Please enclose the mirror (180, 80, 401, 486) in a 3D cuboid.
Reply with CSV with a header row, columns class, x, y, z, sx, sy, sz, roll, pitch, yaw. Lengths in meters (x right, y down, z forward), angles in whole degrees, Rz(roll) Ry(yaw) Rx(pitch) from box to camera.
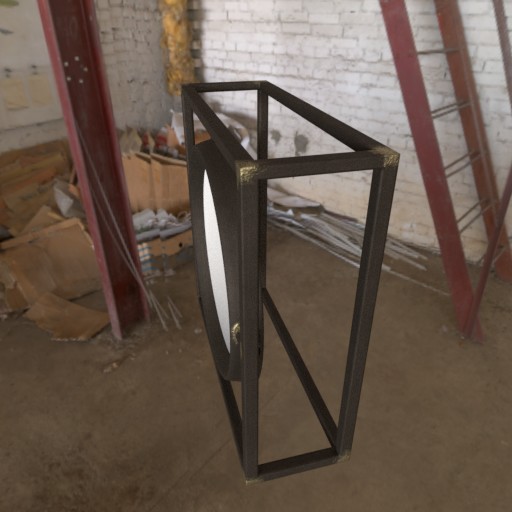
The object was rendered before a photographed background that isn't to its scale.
class,x,y,z,sx,sy,sz,roll,pitch,yaw
mirror,0.000,0.000,0.470,0.107,0.303,0.306,-8,31,-13
